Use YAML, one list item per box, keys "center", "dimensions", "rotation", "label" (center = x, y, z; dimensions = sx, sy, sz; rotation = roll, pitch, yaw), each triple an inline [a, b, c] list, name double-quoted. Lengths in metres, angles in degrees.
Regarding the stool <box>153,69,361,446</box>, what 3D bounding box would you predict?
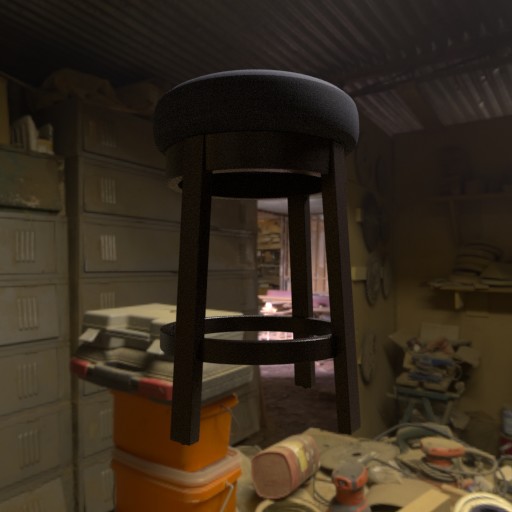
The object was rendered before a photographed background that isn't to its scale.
- center: [0.000, 0.000, 0.943]
  dimensions: [0.449, 0.655, 0.449]
  rotation: [0, -1, 0]
  label: "stool"
